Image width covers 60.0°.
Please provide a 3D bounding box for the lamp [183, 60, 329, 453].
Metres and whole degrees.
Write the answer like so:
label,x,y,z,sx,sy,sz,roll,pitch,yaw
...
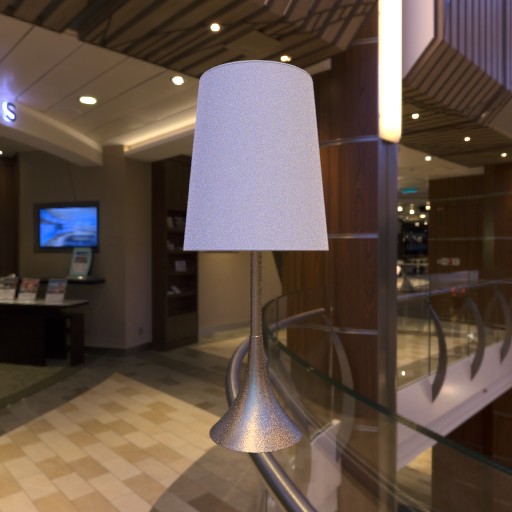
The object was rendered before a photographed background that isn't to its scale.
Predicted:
label,x,y,z,sx,sy,sz,roll,pitch,yaw
lamp,0.000,0.000,0.714,0.231,0.569,0.231,0,1,0
